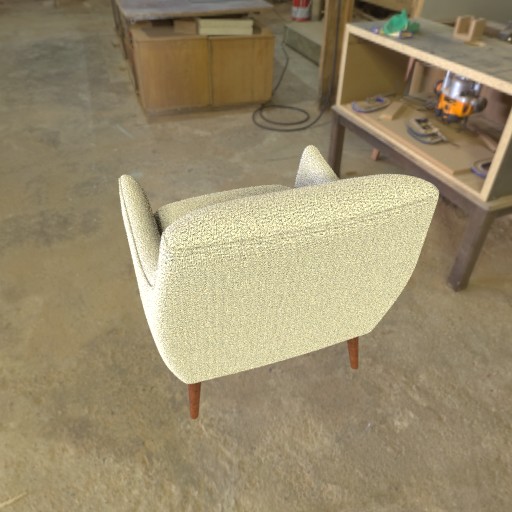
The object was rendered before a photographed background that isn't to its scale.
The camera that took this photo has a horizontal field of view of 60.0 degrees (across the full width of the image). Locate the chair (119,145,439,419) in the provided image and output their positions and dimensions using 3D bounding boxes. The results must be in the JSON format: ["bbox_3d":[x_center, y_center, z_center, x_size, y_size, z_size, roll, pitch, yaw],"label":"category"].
[{"bbox_3d":[0.000,0.000,1.431,0.762,0.838,0.787,-12,41,-15],"label":"chair"}]
